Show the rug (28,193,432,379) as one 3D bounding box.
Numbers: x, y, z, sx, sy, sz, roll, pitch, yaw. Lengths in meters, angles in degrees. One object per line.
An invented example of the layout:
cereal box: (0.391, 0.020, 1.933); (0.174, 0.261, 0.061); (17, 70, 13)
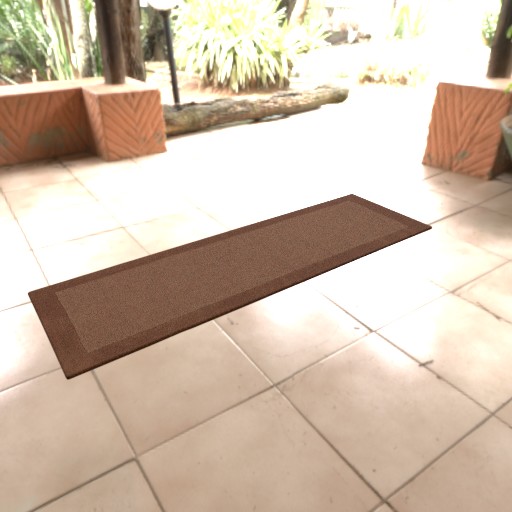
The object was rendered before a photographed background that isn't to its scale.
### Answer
rug: (0.000, 0.000, 2.696); (2.439, 0.017, 0.764); (-19, 35, -30)
